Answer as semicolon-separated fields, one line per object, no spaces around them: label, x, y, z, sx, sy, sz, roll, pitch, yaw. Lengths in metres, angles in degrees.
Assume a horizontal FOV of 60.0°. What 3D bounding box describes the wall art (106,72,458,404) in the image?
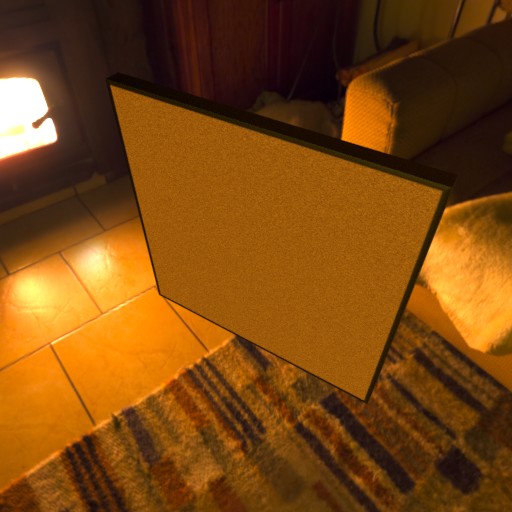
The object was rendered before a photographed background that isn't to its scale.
wall art;0.000;0.000;0.762;0.513;0.511;0.028;24;50;21
